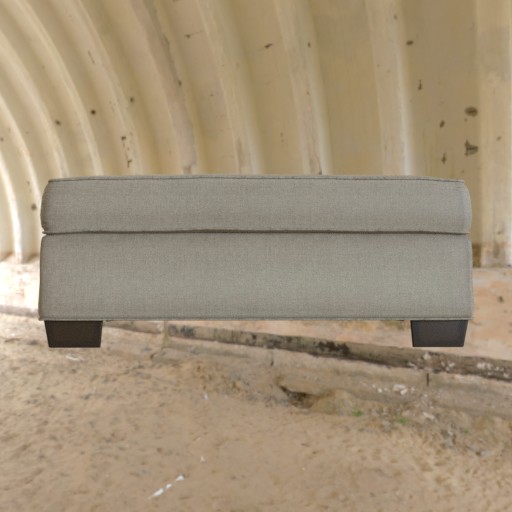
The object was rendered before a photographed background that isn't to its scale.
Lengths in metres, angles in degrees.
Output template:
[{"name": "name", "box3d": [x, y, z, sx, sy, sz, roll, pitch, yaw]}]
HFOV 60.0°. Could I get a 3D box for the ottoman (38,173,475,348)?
[{"name": "ottoman", "box3d": [0.000, 0.000, 1.402, 1.097, 0.461, 0.617, 0, 0, -1]}]
